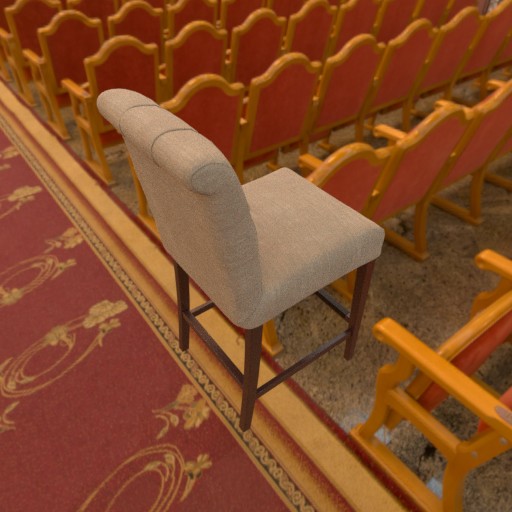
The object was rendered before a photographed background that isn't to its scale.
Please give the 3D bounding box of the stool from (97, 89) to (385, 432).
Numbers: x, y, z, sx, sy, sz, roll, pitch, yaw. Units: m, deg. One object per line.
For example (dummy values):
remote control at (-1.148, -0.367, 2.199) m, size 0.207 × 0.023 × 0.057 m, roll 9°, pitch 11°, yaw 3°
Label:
stool at (0.000, 0.000, 1.429) m, size 0.660 × 1.084 × 0.486 m, roll -26°, pitch 47°, yaw -27°
